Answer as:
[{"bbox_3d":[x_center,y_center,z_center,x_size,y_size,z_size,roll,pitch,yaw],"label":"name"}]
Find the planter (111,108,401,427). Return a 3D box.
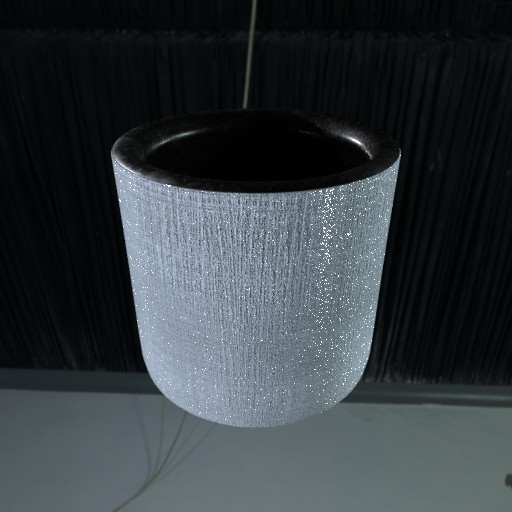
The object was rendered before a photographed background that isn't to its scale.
[{"bbox_3d":[0.000,0.000,0.288,0.160,0.156,0.160,0,30,0],"label":"planter"}]
